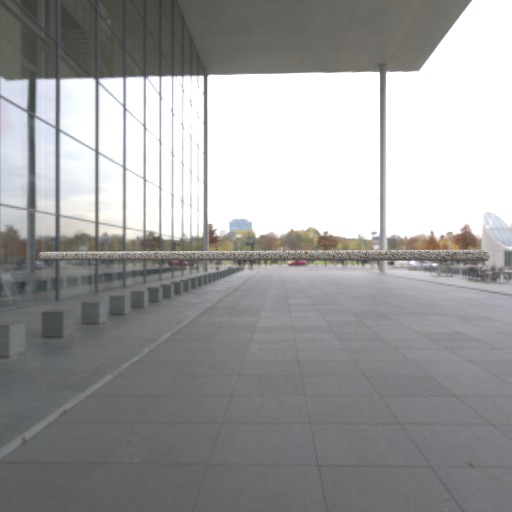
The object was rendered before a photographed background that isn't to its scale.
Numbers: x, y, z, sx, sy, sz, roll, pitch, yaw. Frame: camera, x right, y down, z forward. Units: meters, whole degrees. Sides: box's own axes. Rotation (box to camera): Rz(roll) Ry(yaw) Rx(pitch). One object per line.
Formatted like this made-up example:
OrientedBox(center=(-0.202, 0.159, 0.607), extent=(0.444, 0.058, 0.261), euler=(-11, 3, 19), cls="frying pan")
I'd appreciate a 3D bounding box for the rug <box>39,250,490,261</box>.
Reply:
OrientedBox(center=(0.000, 0.000, 1.712), extent=(1.524, 0.030, 0.609), euler=(0, 0, 18), cls="rug")
